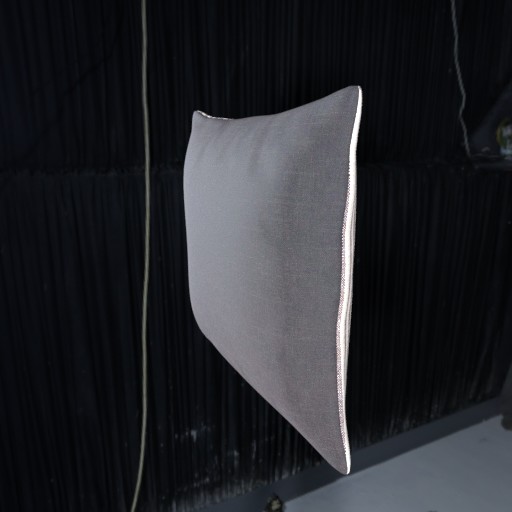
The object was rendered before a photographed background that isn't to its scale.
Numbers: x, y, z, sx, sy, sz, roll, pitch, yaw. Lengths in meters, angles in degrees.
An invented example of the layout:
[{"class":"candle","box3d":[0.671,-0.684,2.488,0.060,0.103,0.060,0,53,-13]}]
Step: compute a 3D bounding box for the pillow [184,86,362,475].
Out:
[{"class":"pillow","box3d":[0.000,0.000,0.766,0.166,0.506,0.523,-8,16,-27]}]
